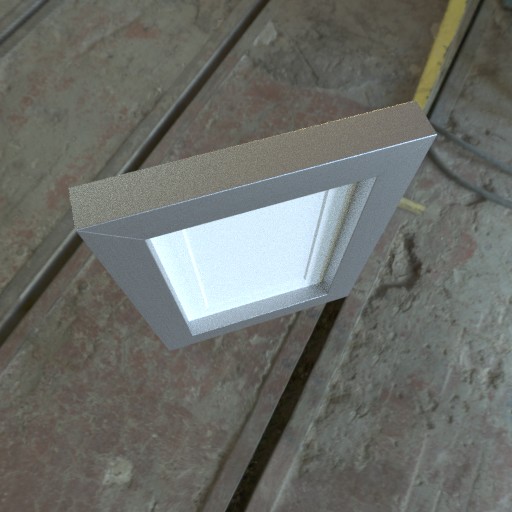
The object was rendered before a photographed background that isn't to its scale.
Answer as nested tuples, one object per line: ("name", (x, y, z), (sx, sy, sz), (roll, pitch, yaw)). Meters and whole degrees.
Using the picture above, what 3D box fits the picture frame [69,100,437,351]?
("picture frame", (0.000, 0.000, 0.283), (0.157, 0.208, 0.028), (-16, 66, -7))
